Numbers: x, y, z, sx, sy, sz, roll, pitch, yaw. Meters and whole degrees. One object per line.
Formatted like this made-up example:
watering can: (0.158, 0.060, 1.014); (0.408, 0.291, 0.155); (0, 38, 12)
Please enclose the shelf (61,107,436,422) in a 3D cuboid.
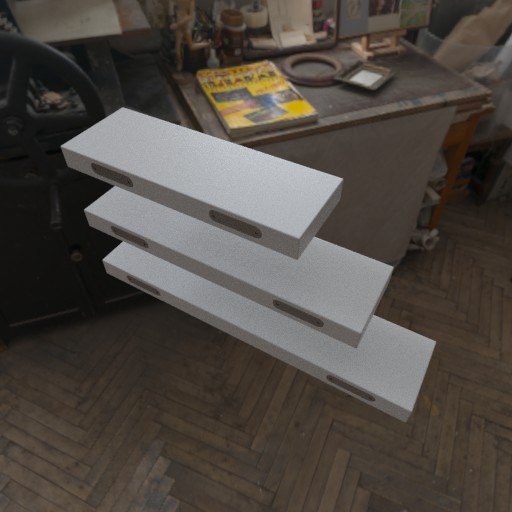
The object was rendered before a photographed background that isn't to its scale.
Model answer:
shelf: (0.000, 0.000, 0.719); (0.610, 0.293, 0.140); (23, 50, 20)
